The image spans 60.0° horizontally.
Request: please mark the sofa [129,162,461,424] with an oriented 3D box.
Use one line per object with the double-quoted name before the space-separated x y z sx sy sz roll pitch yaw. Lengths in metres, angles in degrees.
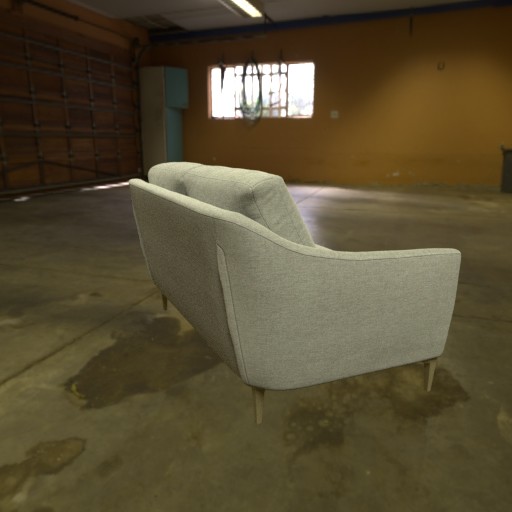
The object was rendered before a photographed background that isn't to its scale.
"sofa" 0.000 0.000 2.190 0.960 0.904 1.619 -7 16 -26
